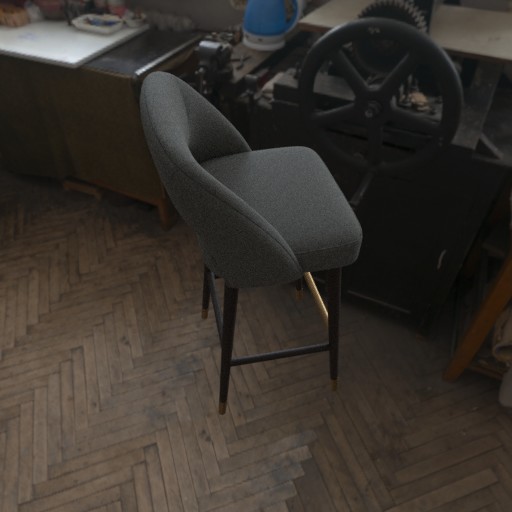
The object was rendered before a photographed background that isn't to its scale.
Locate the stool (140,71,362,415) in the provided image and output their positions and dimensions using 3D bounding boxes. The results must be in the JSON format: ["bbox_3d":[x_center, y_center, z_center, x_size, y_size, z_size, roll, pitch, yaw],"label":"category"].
[{"bbox_3d":[0.000,0.000,1.383,0.524,1.089,0.536,-9,46,-9],"label":"stool"}]
